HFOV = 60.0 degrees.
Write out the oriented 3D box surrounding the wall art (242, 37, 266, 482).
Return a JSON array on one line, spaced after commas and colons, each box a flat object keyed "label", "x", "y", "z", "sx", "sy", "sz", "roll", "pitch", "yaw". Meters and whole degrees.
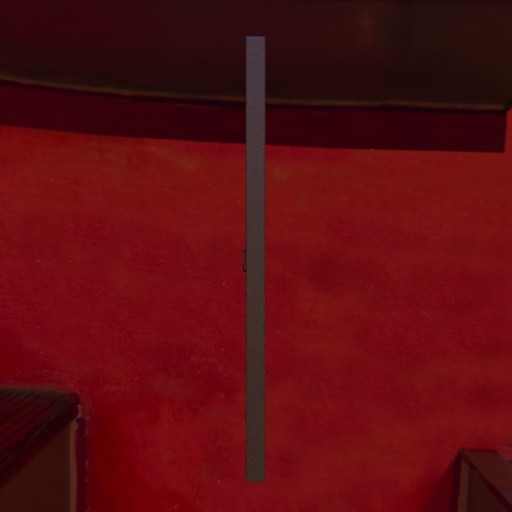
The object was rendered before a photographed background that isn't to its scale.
[{"label": "wall art", "x": 0.000, "y": 0.000, "z": 1.203, "sx": 0.043, "sy": 0.807, "sz": 0.805, "roll": 0, "pitch": 92, "yaw": 1}]
